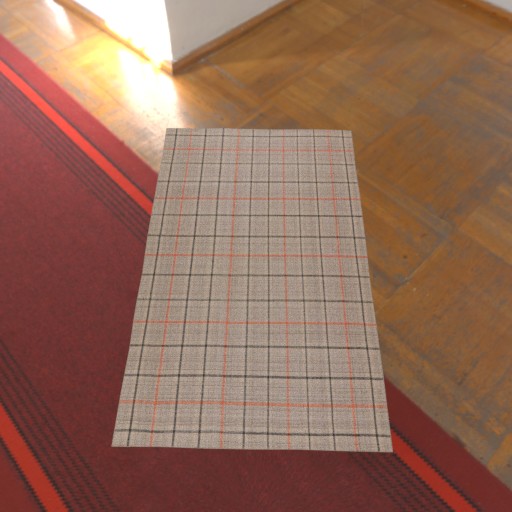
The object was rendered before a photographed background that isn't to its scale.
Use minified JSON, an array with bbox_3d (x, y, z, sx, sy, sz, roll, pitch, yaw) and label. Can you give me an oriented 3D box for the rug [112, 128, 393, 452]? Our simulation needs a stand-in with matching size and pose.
[{"bbox_3d":[0.000,0.000,3.025,1.524,0.015,2.439,1,59,1],"label":"rug"}]
